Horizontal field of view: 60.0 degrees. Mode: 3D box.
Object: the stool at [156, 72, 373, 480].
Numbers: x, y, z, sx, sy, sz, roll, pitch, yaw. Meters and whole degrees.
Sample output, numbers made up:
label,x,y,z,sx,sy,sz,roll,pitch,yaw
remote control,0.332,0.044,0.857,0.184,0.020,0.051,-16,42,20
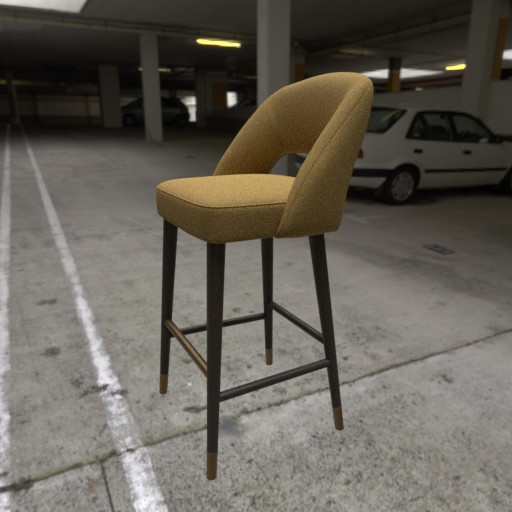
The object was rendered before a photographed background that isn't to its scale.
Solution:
label,x,y,z,sx,sy,sz,roll,pitch,yaw
stool,0.000,0.000,1.318,0.522,1.032,0.536,-8,18,-27
